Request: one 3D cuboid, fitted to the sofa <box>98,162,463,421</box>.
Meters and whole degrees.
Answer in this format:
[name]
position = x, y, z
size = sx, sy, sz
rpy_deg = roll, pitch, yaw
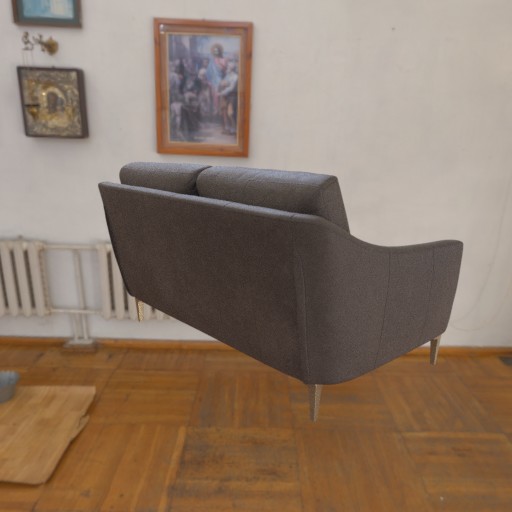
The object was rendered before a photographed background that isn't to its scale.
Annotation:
[sofa]
position = 0.000, 0.000, 2.175
size = 0.960, 0.902, 1.619
rpy_deg = -15, 21, -42
